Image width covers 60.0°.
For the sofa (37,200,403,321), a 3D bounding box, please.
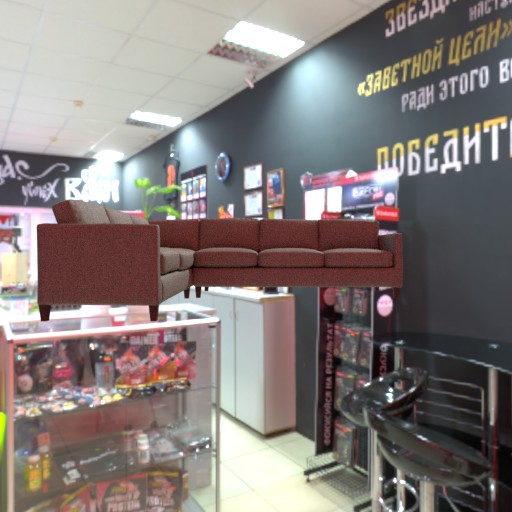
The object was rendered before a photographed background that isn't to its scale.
[{"bbox_3d":[0.000,0.000,4.555,3.302,0.947,2.593,0,1,0],"label":"sofa"}]
